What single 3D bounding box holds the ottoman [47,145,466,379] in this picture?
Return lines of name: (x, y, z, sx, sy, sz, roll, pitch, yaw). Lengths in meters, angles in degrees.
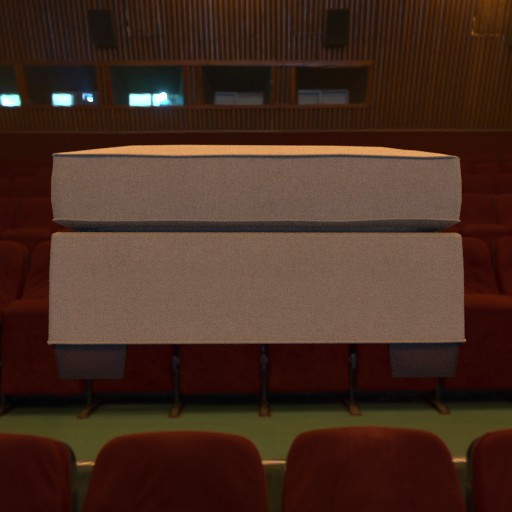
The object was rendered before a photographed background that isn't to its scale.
ottoman: (0.000, 0.000, 1.184, 0.846, 0.503, 0.617, 0, -1, -1)
